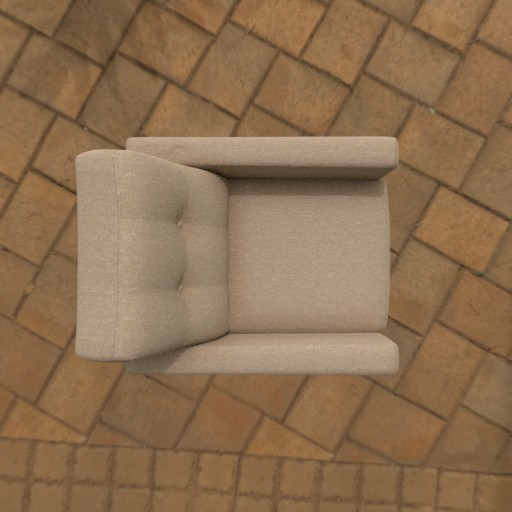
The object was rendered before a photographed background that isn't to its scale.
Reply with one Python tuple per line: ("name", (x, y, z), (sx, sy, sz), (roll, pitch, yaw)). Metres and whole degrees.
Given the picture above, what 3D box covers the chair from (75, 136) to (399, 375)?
("chair", (0.000, 0.000, 1.807), (1.128, 0.965, 0.897), (0, 90, -1))
